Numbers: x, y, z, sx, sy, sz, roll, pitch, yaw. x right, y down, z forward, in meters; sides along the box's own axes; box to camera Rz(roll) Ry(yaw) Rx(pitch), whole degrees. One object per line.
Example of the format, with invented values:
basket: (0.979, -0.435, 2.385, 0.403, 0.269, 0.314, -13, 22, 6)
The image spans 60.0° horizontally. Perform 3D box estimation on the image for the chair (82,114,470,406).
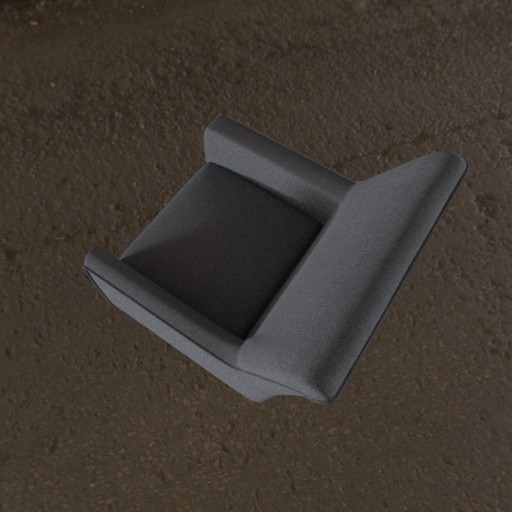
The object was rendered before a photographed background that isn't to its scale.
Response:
chair: (0.000, 0.000, 1.554, 0.899, 0.919, 0.780, 31, 67, 15)
